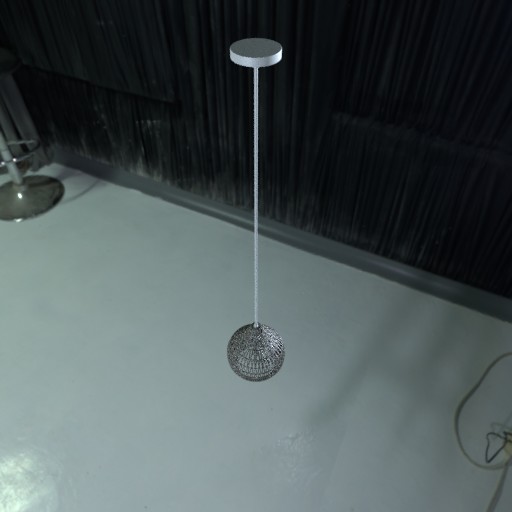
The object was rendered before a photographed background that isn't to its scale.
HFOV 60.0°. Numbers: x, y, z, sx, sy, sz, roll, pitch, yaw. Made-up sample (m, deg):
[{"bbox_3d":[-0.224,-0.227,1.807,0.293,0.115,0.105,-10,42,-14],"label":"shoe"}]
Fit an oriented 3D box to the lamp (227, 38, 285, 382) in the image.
[{"bbox_3d":[0.000,0.000,2.115,0.355,1.919,0.355,17,48,16],"label":"lamp"}]
